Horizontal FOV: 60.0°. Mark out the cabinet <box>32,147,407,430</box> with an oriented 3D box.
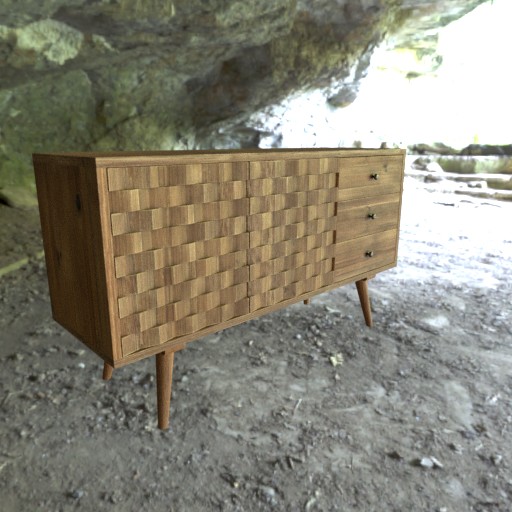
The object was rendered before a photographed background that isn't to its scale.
[{"bbox_3d":[0.000,0.000,1.726,1.400,0.800,0.472,-13,20,-41],"label":"cabinet"}]
